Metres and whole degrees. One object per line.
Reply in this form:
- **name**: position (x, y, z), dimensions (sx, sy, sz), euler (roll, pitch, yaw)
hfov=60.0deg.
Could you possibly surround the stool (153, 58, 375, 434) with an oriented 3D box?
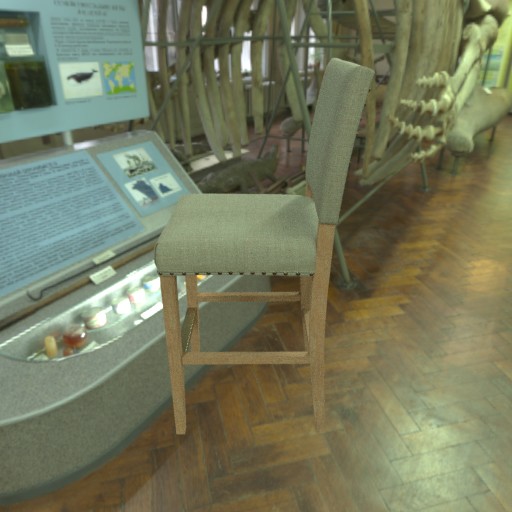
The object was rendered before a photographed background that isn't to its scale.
- **stool**: position (0.000, 0.000, 1.495), dimensions (0.585, 1.203, 0.445), euler (0, 26, 1)
